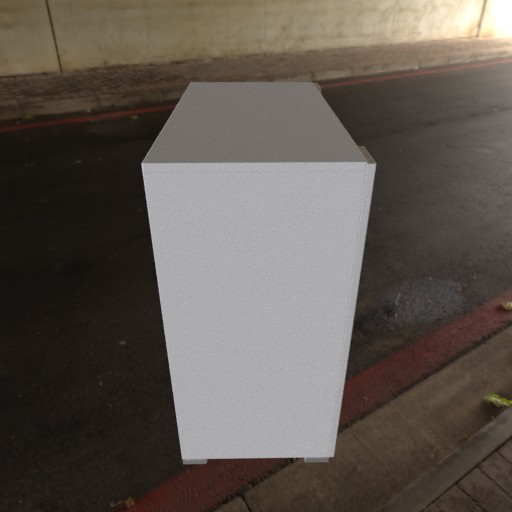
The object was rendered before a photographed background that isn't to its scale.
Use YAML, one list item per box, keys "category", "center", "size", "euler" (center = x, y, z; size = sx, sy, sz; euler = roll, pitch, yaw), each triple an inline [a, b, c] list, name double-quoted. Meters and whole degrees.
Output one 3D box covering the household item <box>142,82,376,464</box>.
- category: "household item"
  center: [0.000, 0.000, 1.357]
  size: [0.420, 0.870, 0.800]
  euler: [0, 31, -1]
